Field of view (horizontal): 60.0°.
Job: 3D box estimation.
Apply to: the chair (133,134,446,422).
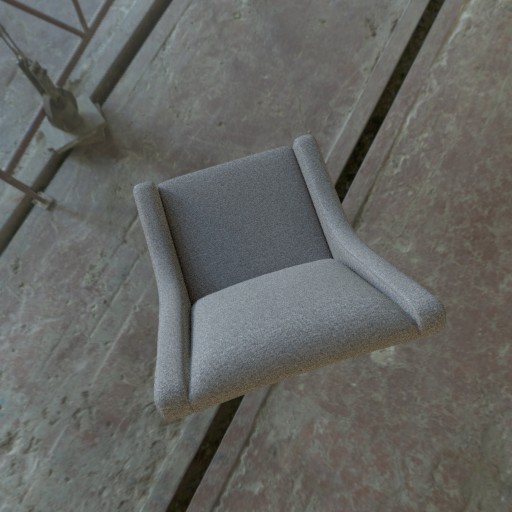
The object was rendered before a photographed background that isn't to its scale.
[{"bbox_3d":[0.000,0.000,1.646,0.774,1.016,0.870,-17,77,-4],"label":"chair"}]
